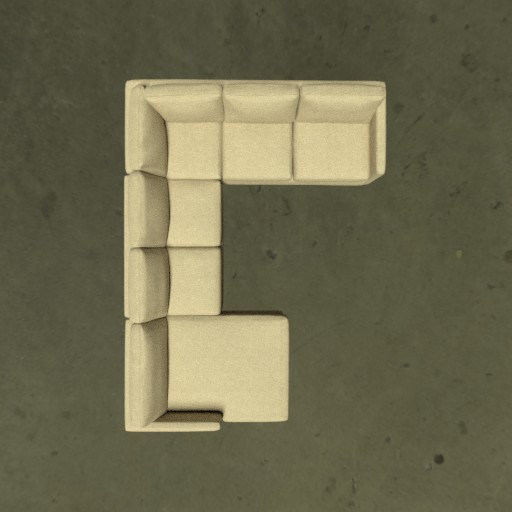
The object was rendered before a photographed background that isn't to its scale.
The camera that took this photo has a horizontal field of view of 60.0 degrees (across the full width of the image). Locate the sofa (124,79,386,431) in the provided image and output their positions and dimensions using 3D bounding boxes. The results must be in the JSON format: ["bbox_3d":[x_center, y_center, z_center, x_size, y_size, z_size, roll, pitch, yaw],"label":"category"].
[{"bbox_3d":[0.000,0.000,4.580,2.593,0.959,3.460,0,90,-1],"label":"sofa"}]
